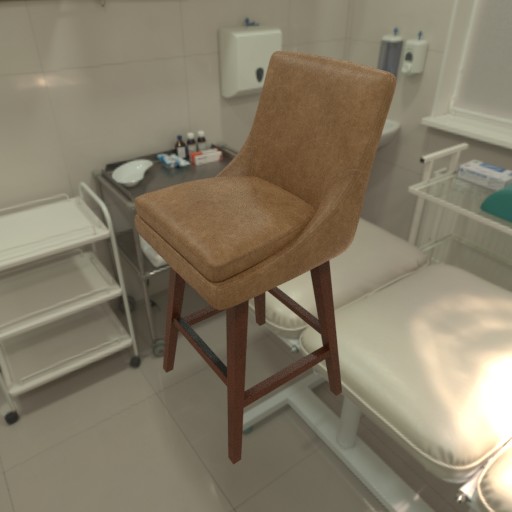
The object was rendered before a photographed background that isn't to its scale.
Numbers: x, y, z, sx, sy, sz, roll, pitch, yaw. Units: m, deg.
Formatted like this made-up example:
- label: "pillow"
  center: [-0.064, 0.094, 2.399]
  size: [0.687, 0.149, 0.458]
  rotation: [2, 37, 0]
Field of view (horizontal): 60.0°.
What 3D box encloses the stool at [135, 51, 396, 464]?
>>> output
- label: "stool"
  center: [0.000, 0.000, 1.369]
  size: [0.572, 1.079, 0.487]
  rotation: [-22, 39, -30]
